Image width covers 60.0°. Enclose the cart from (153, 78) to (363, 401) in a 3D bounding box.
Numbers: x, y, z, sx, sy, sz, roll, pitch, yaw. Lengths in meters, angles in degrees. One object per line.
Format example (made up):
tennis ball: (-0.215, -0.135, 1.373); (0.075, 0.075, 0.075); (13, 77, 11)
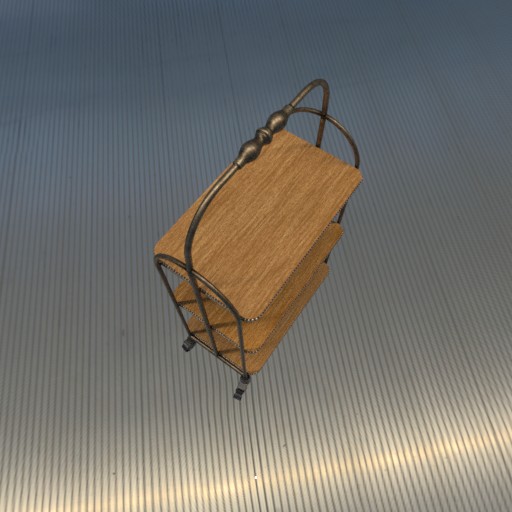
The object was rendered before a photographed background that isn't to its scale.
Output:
cart: (0.000, 0.000, 1.353); (0.330, 1.052, 0.650); (33, 68, 15)
